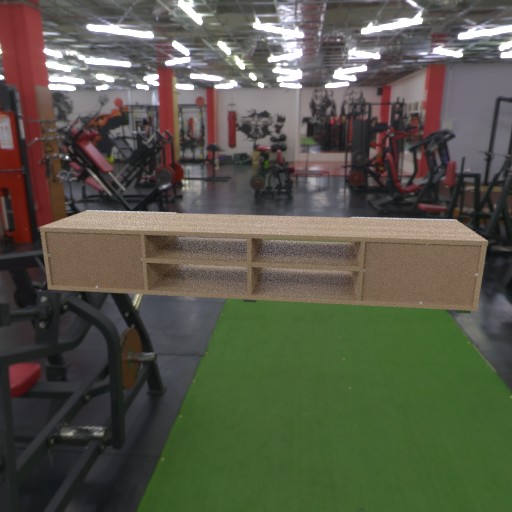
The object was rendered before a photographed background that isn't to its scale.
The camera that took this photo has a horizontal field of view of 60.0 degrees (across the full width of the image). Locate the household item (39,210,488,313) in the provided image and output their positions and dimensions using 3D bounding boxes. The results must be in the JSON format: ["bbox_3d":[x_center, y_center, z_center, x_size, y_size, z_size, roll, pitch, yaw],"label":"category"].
[{"bbox_3d":[0.000,0.000,2.057,1.850,0.310,0.420,2,16,7],"label":"household item"}]
